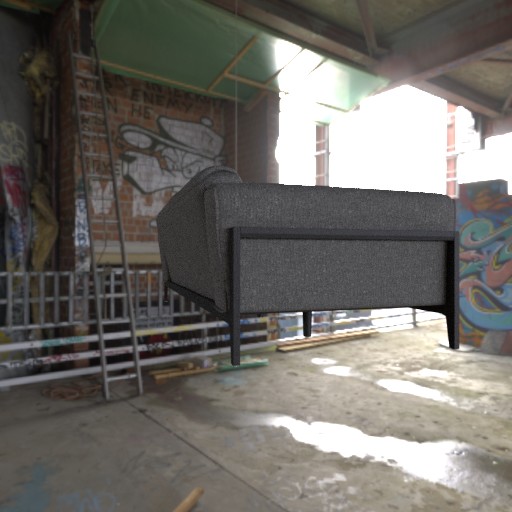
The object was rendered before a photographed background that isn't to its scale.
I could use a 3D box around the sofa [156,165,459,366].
[{"bbox_3d":[0.000,0.000,2.517,0.985,0.703,2.125,0,0,-17],"label":"sofa"}]
